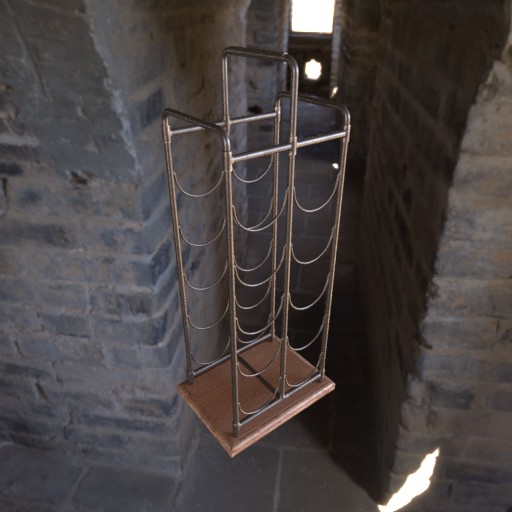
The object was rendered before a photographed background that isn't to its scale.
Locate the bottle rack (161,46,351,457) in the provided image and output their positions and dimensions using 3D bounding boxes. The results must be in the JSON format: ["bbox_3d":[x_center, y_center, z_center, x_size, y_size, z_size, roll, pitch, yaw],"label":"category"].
[{"bbox_3d":[0.000,0.000,0.800,0.276,0.680,0.208,-21,36,-32],"label":"bottle rack"}]
